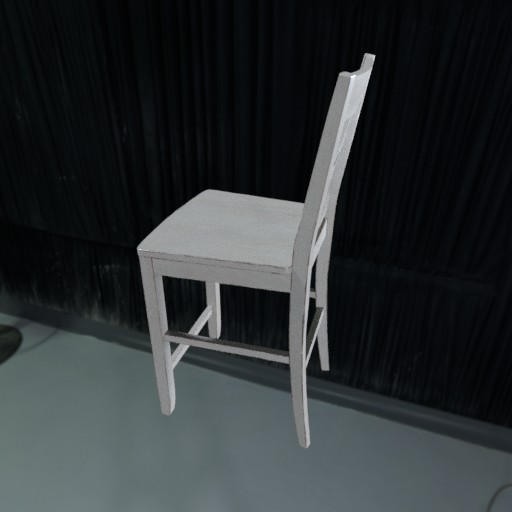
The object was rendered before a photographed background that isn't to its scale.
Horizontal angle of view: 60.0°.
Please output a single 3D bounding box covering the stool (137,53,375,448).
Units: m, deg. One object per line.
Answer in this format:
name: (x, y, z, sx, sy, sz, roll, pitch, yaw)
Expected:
stool: (0.000, 0.000, 1.317, 0.539, 1.079, 0.462, 9, 30, 16)
